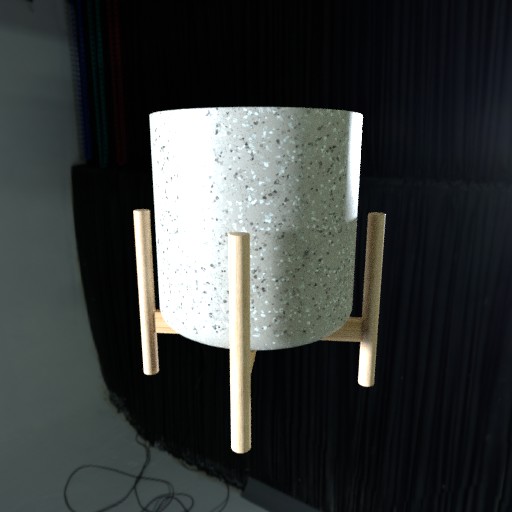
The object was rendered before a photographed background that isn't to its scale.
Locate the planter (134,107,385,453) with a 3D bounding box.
[{"bbox_3d":[0.000,0.000,0.697,0.360,0.419,0.360,7,15,28],"label":"planter"}]
